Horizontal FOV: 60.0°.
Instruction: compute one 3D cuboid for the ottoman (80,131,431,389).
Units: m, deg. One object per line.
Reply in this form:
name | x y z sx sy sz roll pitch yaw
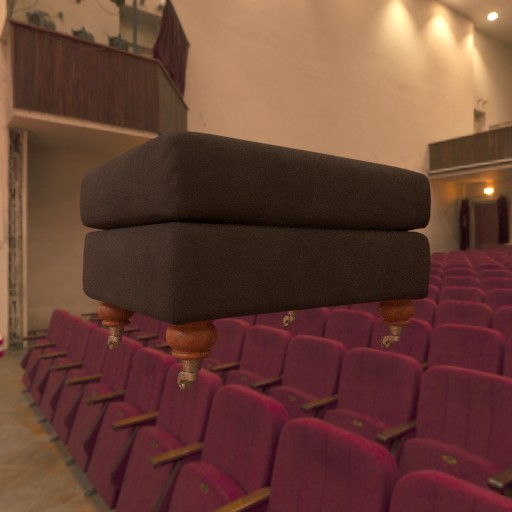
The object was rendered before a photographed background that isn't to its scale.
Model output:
ottoman | 0.000 0.000 1.165 0.773 0.497 0.574 -1 1 -36
